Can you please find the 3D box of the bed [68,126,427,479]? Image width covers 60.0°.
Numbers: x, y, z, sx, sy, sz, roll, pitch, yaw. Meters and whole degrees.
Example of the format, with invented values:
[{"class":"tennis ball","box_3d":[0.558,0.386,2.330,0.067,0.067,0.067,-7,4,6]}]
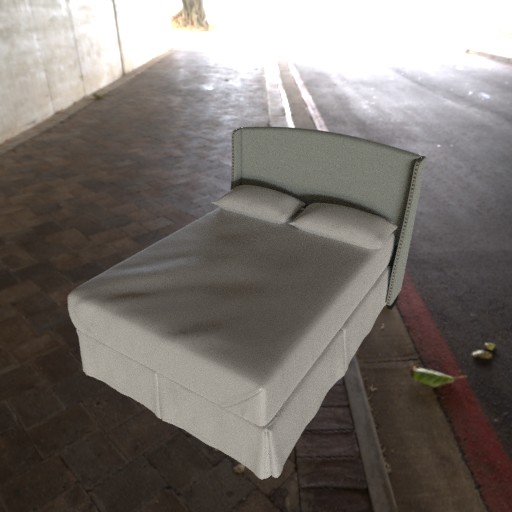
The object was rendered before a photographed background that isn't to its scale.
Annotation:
[{"class":"bed","box_3d":[0.000,0.000,3.305,1.710,1.407,2.237,18,34,28]}]
